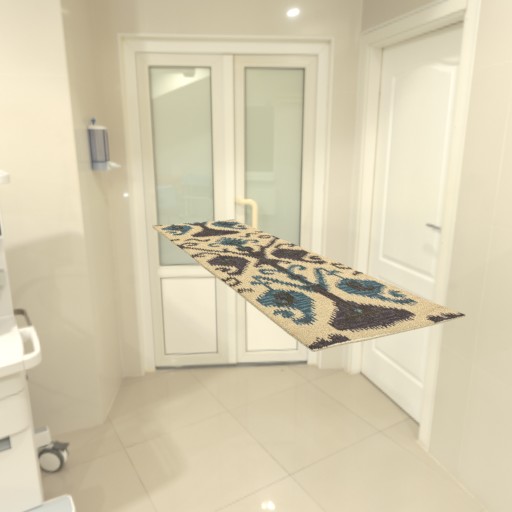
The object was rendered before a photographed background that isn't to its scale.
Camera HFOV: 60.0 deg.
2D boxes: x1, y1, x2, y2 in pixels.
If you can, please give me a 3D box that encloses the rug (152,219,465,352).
[{"bbox_3d":[0.000,0.000,2.547,0.692,0.017,2.301,-7,16,-24],"label":"rug"}]
